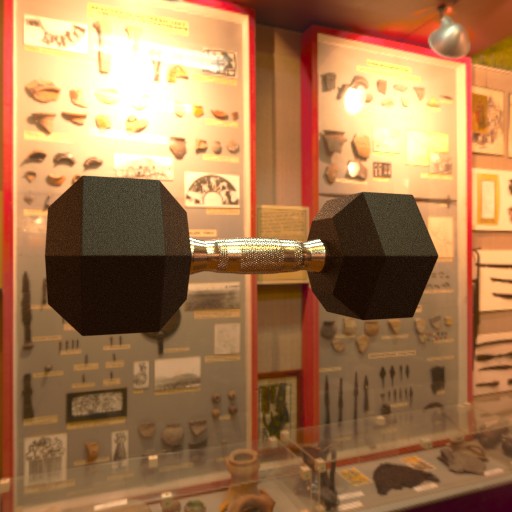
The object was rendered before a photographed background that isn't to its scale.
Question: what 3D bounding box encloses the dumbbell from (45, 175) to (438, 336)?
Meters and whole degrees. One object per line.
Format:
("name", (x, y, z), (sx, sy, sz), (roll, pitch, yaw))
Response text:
("dumbbell", (0.000, 0.000, 0.422), (0.356, 0.123, 0.141), (0, 0, -20))
